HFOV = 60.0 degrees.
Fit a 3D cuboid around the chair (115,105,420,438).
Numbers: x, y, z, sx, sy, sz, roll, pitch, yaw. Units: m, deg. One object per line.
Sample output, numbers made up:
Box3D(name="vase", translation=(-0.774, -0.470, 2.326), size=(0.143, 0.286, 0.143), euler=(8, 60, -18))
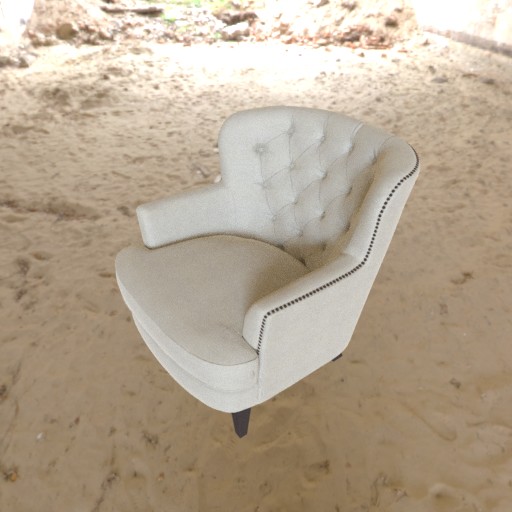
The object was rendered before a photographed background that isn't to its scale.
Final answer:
Box3D(name="chair", translation=(0.000, 0.000, 1.608), size=(0.906, 0.868, 0.848), euler=(-22, 39, -31))
